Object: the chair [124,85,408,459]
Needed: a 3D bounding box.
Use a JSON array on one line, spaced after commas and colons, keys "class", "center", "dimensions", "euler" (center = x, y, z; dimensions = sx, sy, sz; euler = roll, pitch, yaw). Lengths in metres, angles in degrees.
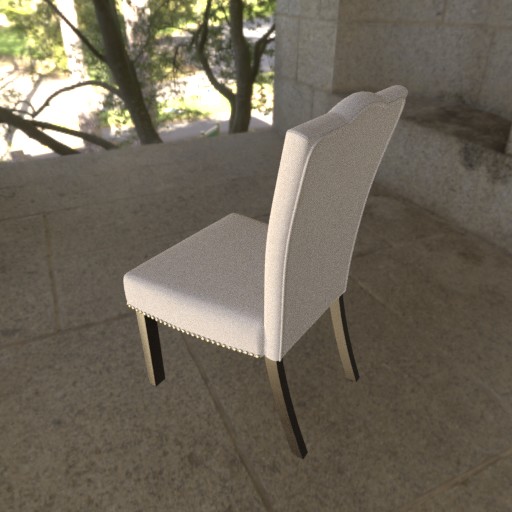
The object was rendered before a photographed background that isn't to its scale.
[{"class": "chair", "center": [0.000, 0.000, 1.261], "dimensions": [0.589, 0.946, 0.518], "euler": [21, 37, 30]}]
